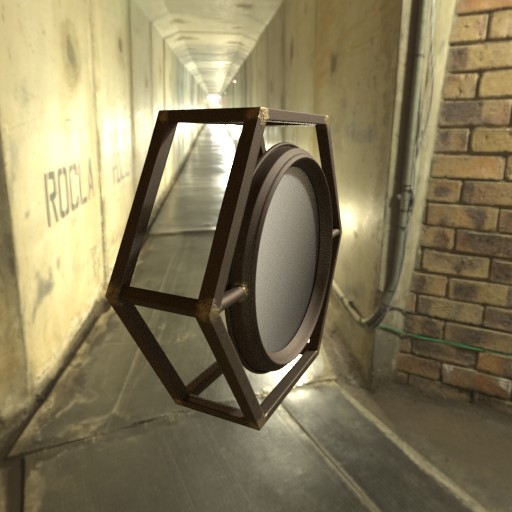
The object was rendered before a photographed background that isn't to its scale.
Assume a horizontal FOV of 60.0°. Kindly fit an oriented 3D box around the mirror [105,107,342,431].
[{"bbox_3d":[0.000,0.000,0.544,0.119,0.334,0.380,7,17,26],"label":"mirror"}]
